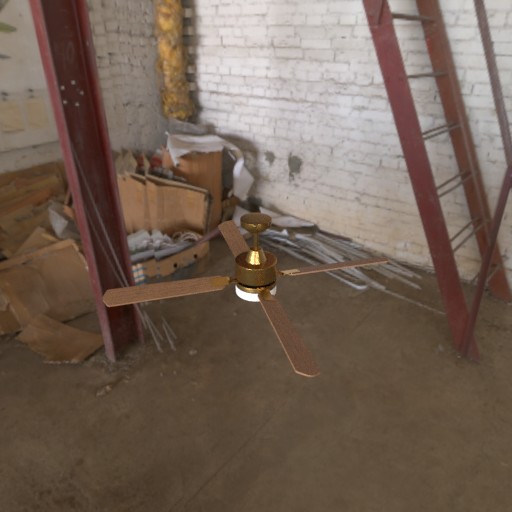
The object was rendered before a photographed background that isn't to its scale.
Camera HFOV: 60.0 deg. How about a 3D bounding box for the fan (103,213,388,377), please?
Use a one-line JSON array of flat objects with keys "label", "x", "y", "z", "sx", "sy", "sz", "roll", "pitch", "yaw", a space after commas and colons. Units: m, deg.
[{"label": "fan", "x": 0.000, "y": 0.000, "z": 1.947, "sx": 1.320, "sy": 0.355, "sz": 1.320, "roll": -7, "pitch": 28, "yaw": -14}]
